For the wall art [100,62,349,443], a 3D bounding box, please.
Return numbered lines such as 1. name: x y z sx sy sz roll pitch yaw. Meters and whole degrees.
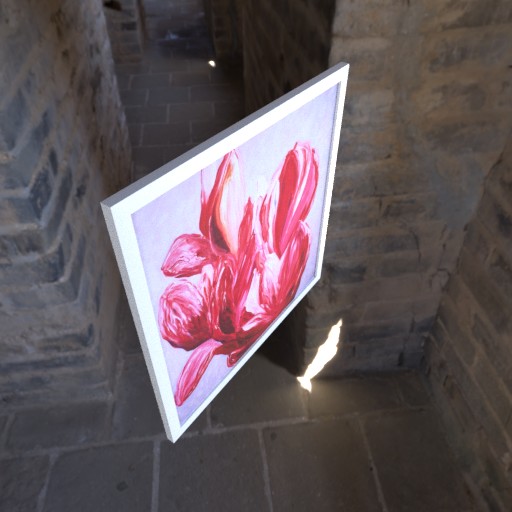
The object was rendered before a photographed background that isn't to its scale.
1. wall art: 0.000 0.000 0.996 0.020 0.661 0.664 26 48 26
